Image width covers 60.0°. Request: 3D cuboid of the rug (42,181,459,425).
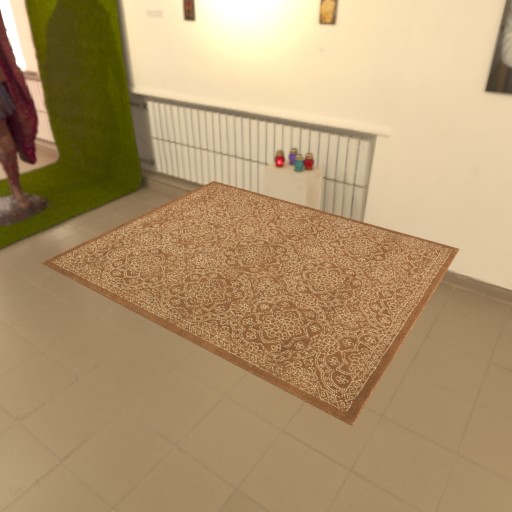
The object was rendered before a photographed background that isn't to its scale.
[{"bbox_3d":[0.000,0.000,4.133,3.050,0.015,2.441,20,36,29],"label":"rug"}]
